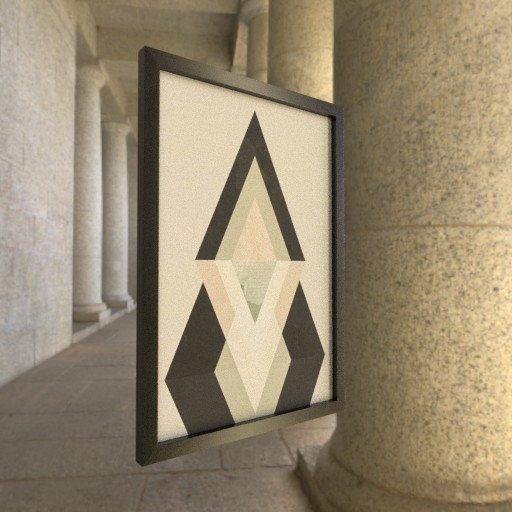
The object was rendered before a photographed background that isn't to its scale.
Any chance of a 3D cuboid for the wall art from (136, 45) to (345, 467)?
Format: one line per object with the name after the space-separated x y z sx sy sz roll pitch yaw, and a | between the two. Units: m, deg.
0.000 0.000 0.578 0.314 0.455 0.019 1 -2 -36 | wall art
